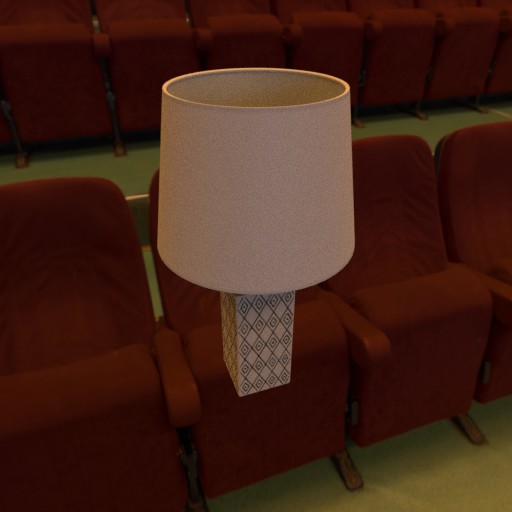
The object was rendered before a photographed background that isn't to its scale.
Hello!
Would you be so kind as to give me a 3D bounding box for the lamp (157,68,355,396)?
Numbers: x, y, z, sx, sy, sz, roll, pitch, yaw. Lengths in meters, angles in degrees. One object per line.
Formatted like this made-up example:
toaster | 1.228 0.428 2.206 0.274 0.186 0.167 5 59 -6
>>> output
lamp | 0.000 0.000 0.591 0.251 0.435 0.251 0 32 0
